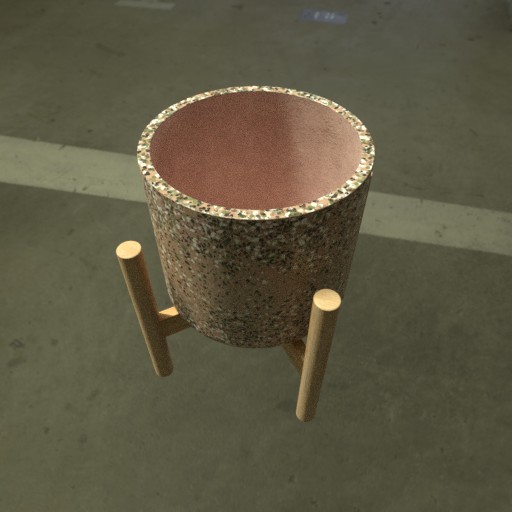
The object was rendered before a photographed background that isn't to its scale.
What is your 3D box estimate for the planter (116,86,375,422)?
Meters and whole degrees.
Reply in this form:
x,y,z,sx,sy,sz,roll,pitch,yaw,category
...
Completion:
x,y,z,sx,sy,sz,roll,pitch,yaw,category
0.000,0.000,0.537,0.284,0.320,0.284,-3,47,-3,planter
